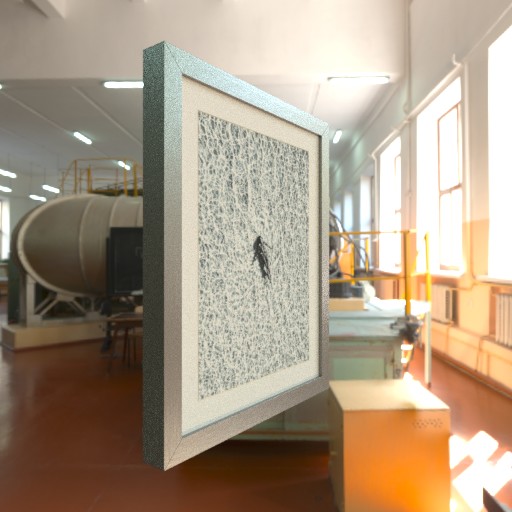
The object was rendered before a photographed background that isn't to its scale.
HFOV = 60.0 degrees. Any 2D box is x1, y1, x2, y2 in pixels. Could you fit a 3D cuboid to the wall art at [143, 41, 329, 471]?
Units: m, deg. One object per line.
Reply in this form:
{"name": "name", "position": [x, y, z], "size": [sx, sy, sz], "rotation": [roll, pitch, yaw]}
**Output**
{"name": "wall art", "position": [0.000, 0.000, 0.522], "size": [0.030, 0.379, 0.308], "rotation": [0, 0, 37]}
